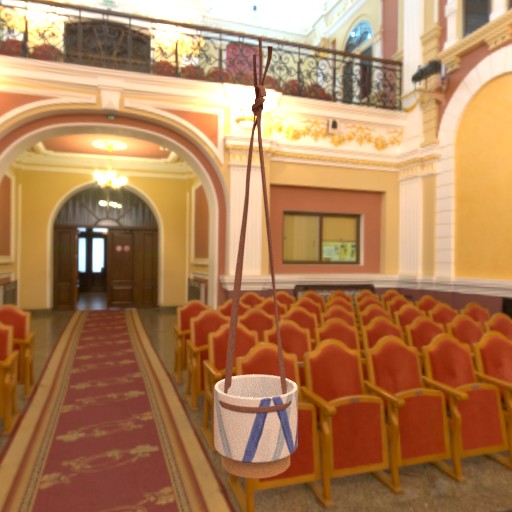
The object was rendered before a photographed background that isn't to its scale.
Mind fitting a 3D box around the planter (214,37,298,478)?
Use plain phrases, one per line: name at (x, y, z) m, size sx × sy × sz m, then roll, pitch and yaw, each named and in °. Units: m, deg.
planter at (0.000, 0.000, 0.812) m, size 0.153 × 0.753 × 0.157 m, roll 0°, pitch 0°, yaw -18°
